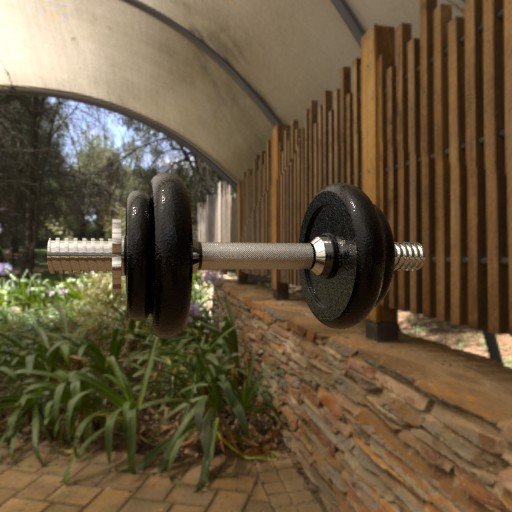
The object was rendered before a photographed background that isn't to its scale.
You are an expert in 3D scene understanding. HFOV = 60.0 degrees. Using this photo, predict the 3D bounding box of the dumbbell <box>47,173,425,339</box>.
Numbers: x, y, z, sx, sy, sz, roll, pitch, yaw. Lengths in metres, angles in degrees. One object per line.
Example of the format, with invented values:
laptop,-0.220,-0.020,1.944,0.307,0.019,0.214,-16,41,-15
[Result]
dumbbell,0.000,0.000,0.583,0.497,0.202,0.202,0,0,-17
